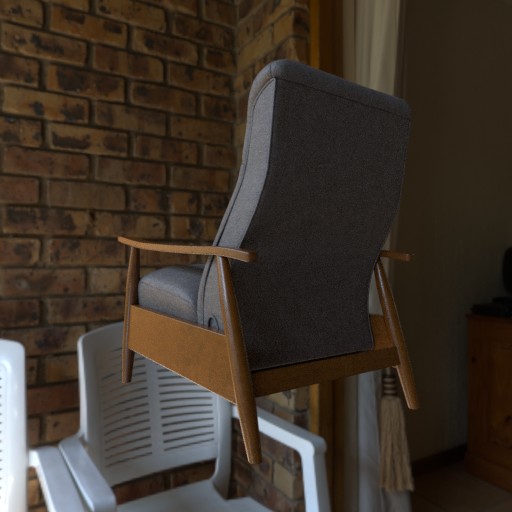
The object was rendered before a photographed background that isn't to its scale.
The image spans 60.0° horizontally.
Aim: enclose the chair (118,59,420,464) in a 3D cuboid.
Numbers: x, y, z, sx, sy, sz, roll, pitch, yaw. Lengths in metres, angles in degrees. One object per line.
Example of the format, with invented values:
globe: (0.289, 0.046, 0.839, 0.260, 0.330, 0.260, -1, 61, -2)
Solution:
chair: (0.000, 0.000, 1.750, 0.762, 1.081, 1.014, 0, -1, -36)
